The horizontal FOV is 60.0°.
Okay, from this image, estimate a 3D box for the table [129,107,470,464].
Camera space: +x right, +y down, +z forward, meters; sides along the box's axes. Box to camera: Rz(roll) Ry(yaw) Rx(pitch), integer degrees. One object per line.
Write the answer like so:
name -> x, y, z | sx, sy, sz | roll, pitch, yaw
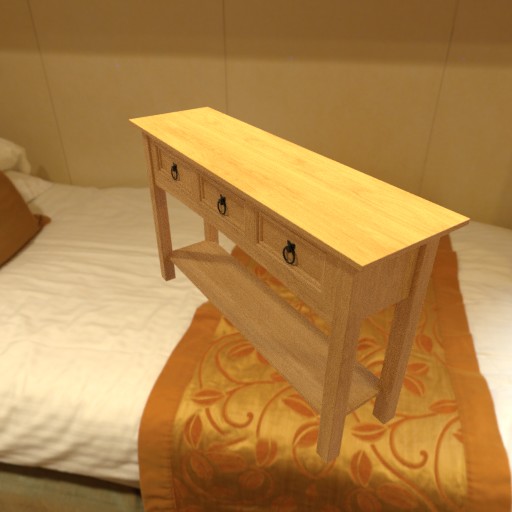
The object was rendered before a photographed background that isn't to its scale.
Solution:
table -> 0.000, 0.000, 1.564 | 0.350, 0.730, 1.240 | -20, 37, -28
